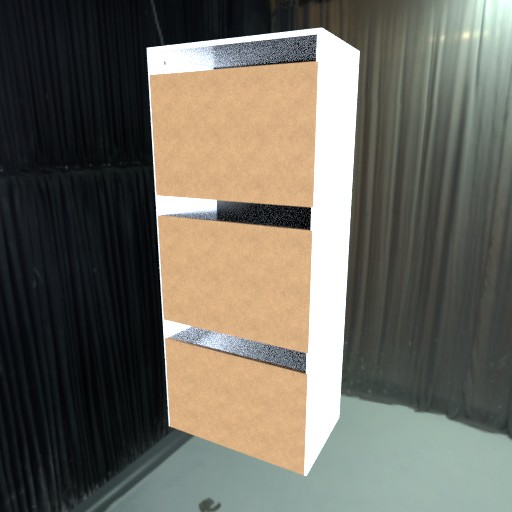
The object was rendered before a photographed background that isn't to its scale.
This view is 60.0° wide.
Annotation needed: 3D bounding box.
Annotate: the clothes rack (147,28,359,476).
[{"bbox_3d":[0.000,0.000,1.387,0.500,1.187,0.330,8,17,27],"label":"clothes rack"}]
